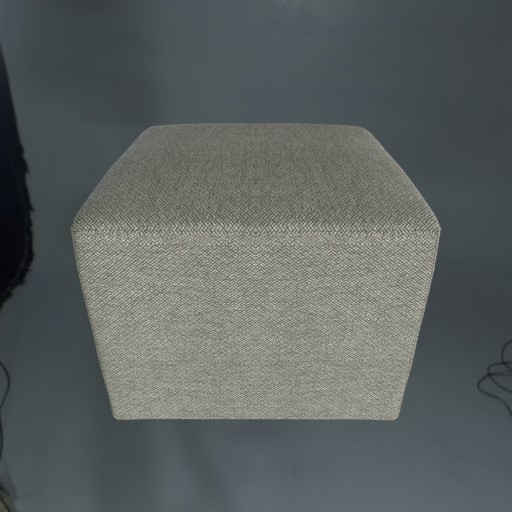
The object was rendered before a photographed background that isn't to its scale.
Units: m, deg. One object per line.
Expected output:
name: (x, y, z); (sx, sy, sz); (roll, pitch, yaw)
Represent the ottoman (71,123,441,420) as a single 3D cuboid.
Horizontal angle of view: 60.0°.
ottoman: (0.000, 0.000, 0.903); (0.519, 0.453, 0.512); (0, 31, 0)
